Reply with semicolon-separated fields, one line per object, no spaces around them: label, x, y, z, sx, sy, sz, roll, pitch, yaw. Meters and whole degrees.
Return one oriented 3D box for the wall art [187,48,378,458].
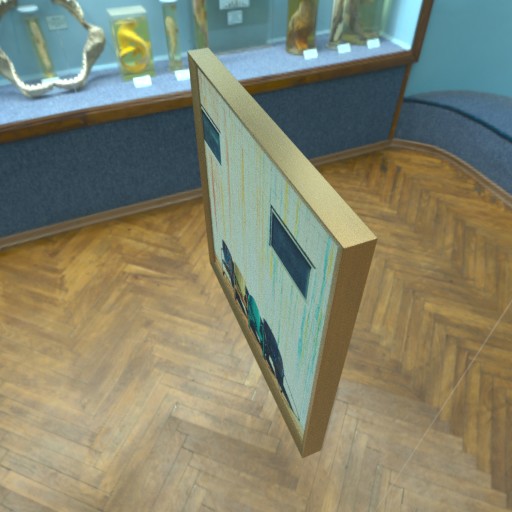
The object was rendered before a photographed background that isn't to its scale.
wall art;0.000;0.000;0.752;0.037;0.505;0.505;-16;48;-16
